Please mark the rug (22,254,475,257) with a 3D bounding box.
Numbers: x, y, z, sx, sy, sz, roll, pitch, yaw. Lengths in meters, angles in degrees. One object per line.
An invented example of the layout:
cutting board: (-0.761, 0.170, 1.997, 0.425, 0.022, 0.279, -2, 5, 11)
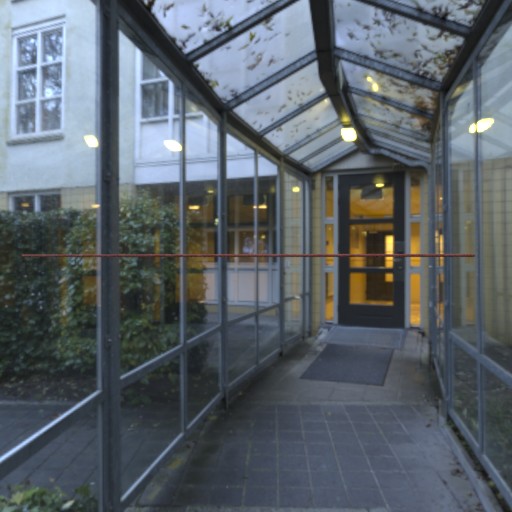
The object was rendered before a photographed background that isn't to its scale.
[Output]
rug: (0.000, 0.000, 3.000, 2.438, 0.014, 1.524, 0, 0, 16)
